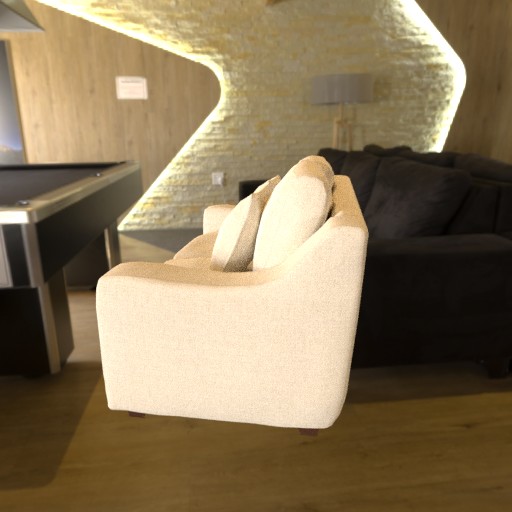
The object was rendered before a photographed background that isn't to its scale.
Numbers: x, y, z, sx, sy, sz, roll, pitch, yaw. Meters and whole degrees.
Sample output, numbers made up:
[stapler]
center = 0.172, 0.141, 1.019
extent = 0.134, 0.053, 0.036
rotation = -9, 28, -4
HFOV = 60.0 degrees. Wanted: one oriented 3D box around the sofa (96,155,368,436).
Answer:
[sofa]
center = 0.000, 0.000, 2.442
extent = 1.040, 1.047, 1.744
rotation = 3, 16, 9
